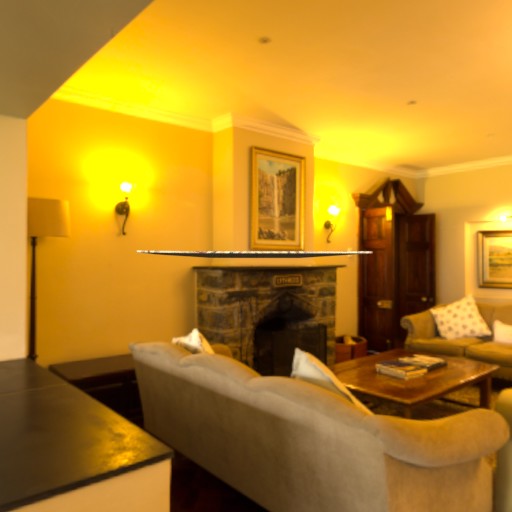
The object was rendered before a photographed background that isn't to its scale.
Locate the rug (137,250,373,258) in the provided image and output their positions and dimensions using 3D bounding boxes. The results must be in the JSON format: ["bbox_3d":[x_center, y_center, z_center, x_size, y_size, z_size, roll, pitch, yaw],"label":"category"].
[{"bbox_3d":[0.000,0.000,2.642,0.771,0.009,2.443,0,-1,0],"label":"rug"}]
